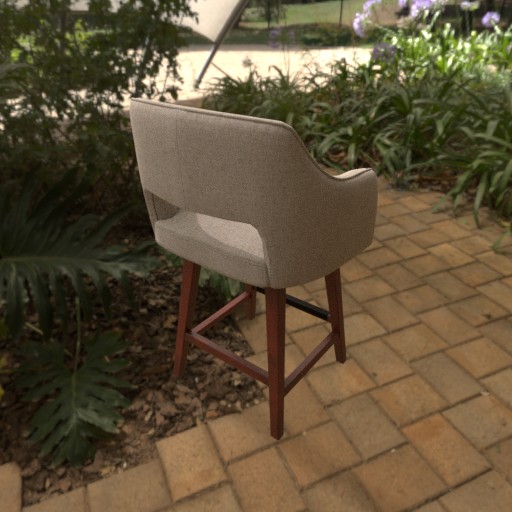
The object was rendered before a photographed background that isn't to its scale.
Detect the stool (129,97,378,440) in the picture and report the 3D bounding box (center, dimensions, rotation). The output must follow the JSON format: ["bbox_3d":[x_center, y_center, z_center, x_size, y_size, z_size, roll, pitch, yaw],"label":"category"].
[{"bbox_3d":[0.000,0.000,1.333,0.599,0.944,0.558,21,35,32],"label":"stool"}]
